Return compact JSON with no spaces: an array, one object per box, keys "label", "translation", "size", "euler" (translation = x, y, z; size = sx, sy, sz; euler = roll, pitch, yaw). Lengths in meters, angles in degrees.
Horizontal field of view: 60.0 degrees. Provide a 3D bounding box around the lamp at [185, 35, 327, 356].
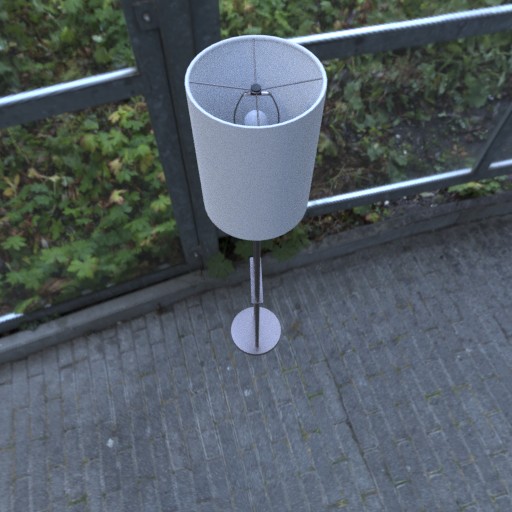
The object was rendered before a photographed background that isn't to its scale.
[{"label":"lamp","translation":[0.000,0.000,1.596],"size":[0.305,1.500,0.306],"euler":[-2,59,-1]}]
